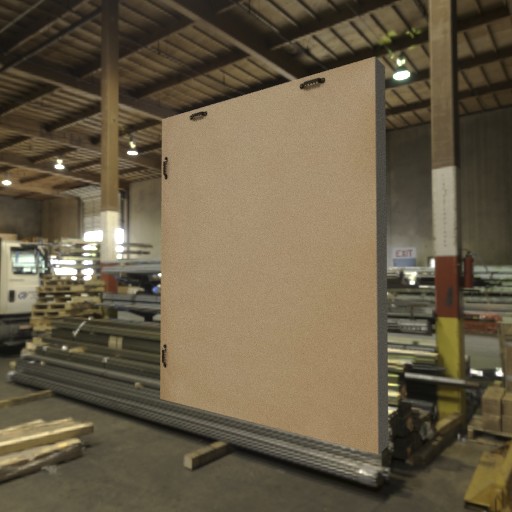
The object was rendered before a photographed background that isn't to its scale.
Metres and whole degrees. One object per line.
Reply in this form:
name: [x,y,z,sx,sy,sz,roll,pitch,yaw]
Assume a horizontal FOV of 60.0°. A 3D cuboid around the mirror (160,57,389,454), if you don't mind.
mirror: [0.000,0.000,0.697,0.405,0.508,0.041,-1,-2,36]
